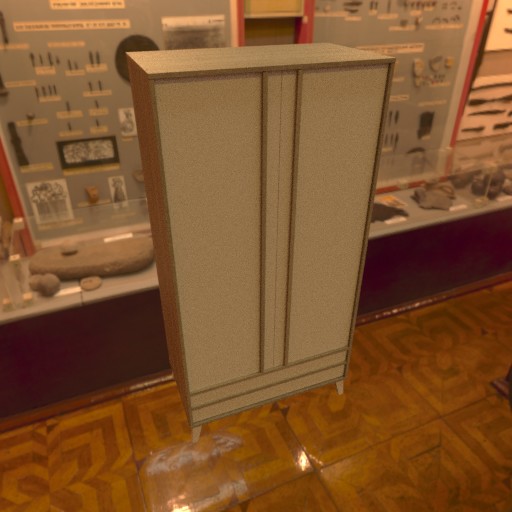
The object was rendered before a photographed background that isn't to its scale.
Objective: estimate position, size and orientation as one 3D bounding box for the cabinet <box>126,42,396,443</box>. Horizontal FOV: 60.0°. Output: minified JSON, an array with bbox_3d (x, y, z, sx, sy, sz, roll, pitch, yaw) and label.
[{"bbox_3d":[0.000,0.000,2.401,1.006,1.999,0.571,-12,34,-18],"label":"cabinet"}]
